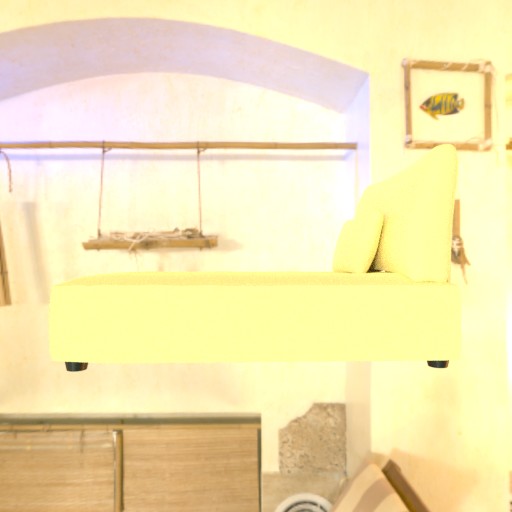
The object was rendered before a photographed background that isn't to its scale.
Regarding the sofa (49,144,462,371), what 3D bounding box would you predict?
[{"bbox_3d":[0.000,0.000,2.009,1.450,0.820,0.930,0,-1,-2],"label":"sofa"}]
